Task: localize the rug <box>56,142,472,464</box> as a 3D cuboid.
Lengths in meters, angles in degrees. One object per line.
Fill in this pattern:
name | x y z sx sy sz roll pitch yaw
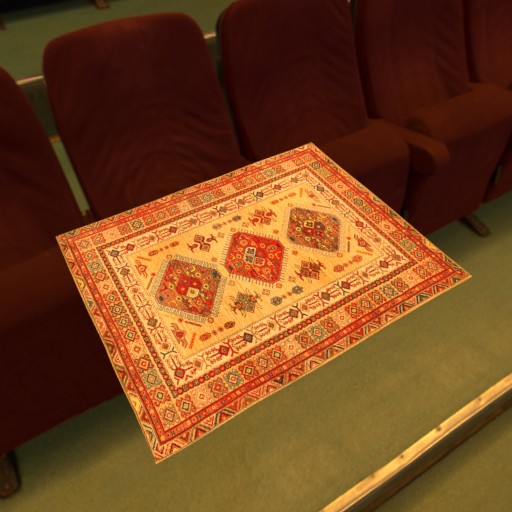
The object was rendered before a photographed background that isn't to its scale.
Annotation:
rug | 0.000 0.000 4.144 3.067 0.005 2.460 -25 53 -20
